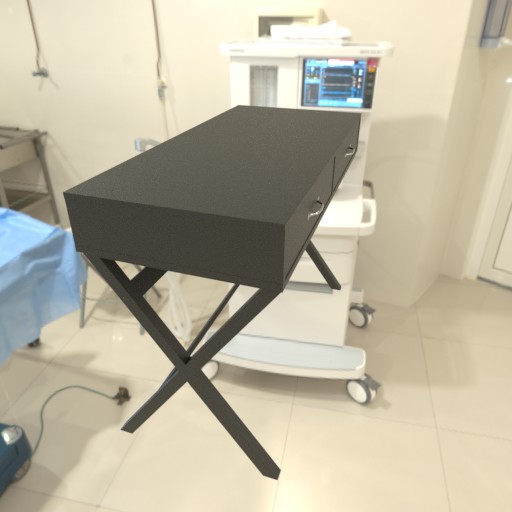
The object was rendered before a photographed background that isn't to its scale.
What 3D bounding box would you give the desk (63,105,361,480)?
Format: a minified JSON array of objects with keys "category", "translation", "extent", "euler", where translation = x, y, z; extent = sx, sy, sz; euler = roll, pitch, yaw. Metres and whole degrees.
[{"category":"desk","translation":[0.000,0.000,1.517],"extent":[0.525,0.780,1.057],"euler":[10,31,17]}]
